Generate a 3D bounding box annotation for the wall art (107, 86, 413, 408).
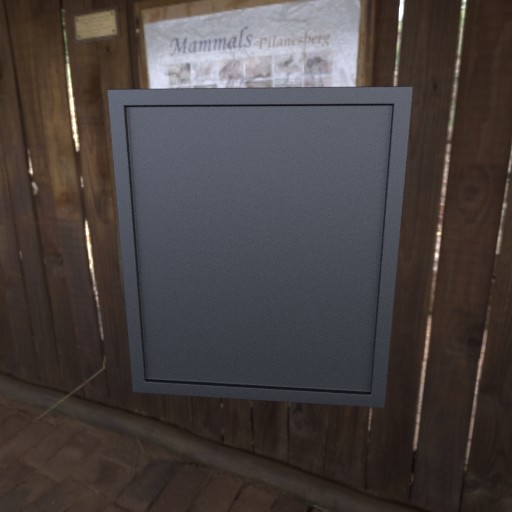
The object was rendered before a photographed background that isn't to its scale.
[{"bbox_3d":[0.000,0.000,0.537,0.328,0.381,0.028,2,16,6],"label":"wall art"}]
